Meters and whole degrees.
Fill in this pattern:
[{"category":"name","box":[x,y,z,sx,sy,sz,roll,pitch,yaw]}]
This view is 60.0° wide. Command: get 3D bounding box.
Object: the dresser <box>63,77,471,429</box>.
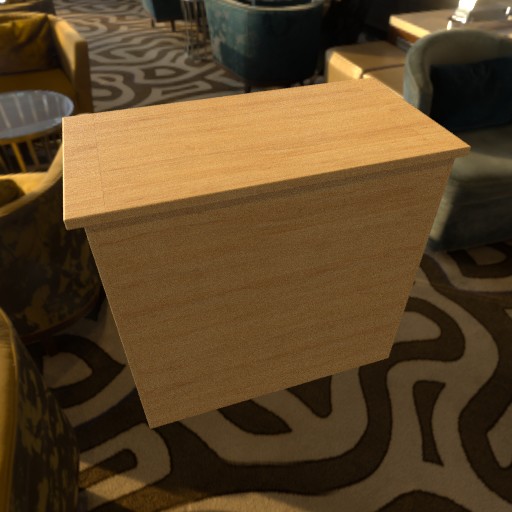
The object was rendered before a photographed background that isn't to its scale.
[{"category":"dresser","box":[0.000,0.000,1.209,0.800,0.730,0.410,-12,43,-13]}]
